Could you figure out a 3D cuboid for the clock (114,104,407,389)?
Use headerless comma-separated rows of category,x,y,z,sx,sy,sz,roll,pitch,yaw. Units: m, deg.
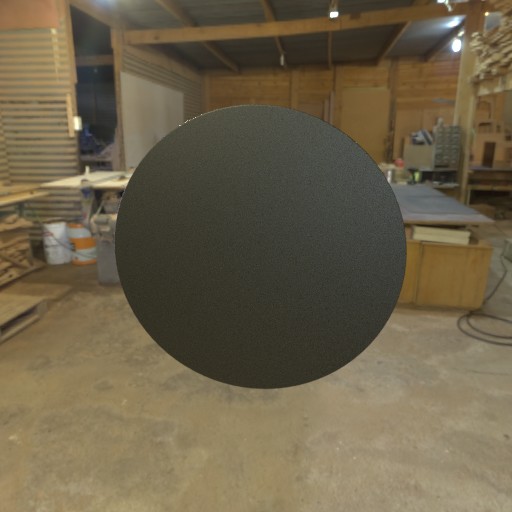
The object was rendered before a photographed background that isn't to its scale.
clock,0.000,0.000,0.703,0.454,0.454,0.038,2,16,7
